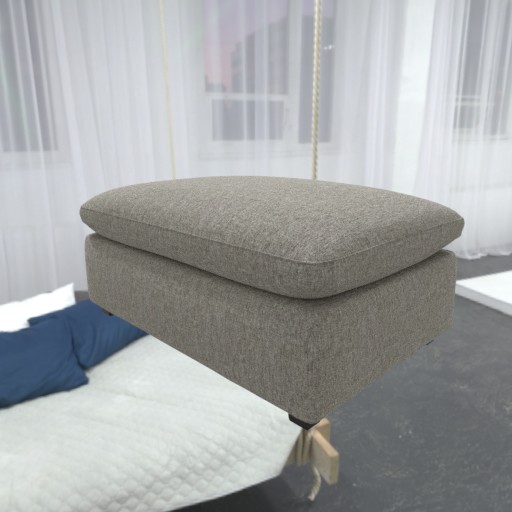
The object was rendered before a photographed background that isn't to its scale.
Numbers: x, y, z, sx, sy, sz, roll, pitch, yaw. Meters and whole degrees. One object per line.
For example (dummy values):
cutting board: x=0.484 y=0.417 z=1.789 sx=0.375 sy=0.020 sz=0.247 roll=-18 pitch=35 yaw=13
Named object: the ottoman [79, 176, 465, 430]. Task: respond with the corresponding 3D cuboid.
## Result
ottoman: x=0.000 y=0.000 z=1.329 sx=0.694 sy=0.451 sz=0.977 roll=-14 pitch=21 yaw=-43
